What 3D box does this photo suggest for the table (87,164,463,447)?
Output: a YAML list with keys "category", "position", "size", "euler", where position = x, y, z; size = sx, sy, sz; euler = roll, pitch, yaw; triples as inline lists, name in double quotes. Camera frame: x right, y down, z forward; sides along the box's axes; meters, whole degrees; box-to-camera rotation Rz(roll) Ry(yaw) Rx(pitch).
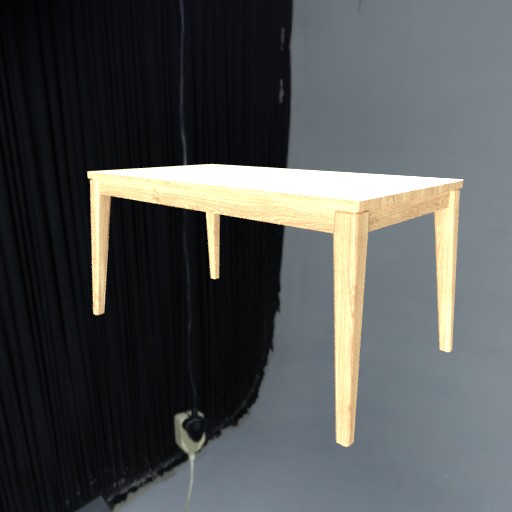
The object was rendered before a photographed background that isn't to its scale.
- category: "table"
  position: [0.000, 0.000, 2.115]
  size: [1.600, 0.760, 0.900]
  euler: [14, 20, 41]
